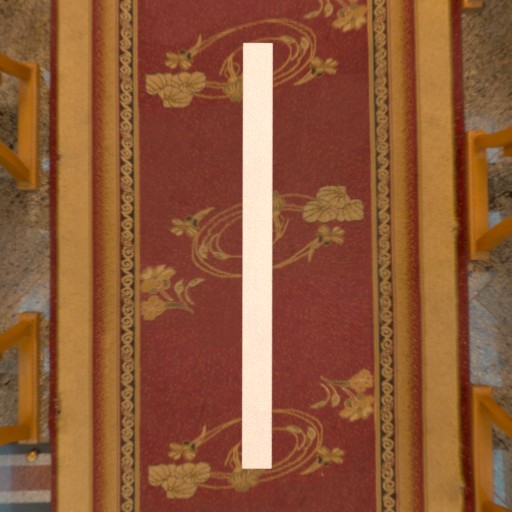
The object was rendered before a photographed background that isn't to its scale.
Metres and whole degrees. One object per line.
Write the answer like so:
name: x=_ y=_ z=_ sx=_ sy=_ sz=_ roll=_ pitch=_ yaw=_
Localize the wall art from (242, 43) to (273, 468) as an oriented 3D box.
wall art: x=0.000 y=0.000 z=0.831 sx=0.037 sy=0.606 sz=0.508 roll=0 pitch=90 yaw=0
